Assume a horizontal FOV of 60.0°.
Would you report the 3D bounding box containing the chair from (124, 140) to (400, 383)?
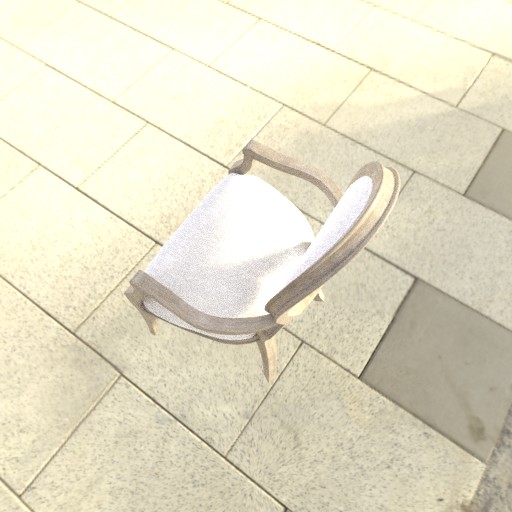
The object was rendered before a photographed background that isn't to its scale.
[{"bbox_3d":[0.000,0.000,1.354,0.602,0.991,0.611,30,67,14],"label":"chair"}]
